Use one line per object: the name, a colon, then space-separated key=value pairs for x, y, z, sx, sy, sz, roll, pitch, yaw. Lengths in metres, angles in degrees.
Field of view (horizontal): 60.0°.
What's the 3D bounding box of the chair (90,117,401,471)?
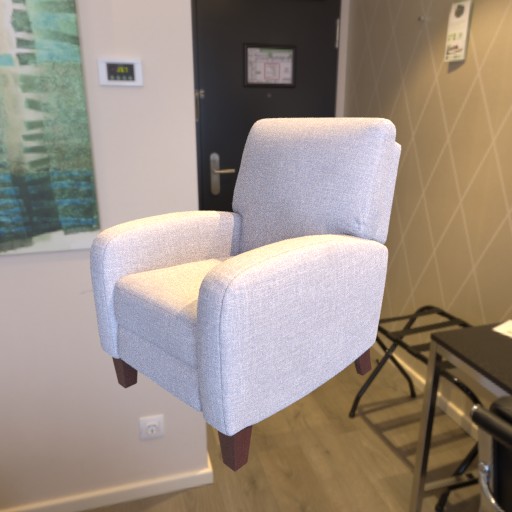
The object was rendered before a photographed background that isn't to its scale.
chair: x=0.000 y=0.000 z=1.658 sx=0.762 sy=0.990 sz=0.990 roll=16 pitch=23 yaw=42
